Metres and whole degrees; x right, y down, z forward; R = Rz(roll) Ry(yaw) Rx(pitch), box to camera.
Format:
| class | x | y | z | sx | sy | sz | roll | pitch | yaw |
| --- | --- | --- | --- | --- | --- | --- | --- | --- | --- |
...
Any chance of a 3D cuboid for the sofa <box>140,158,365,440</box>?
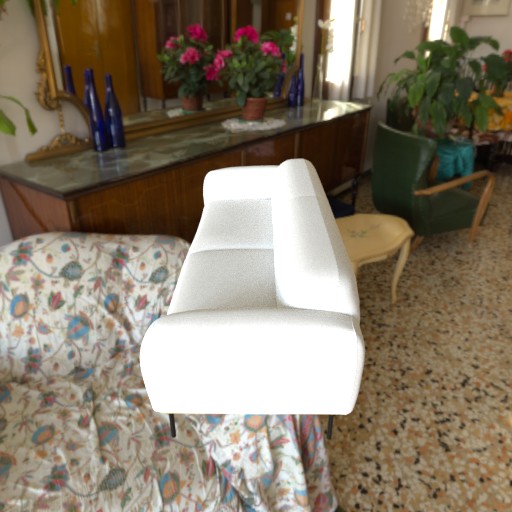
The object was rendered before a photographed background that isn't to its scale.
| class | x | y | z | sx | sy | sz | roll | pitch | yaw |
| --- | --- | --- | --- | --- | --- | --- | --- | --- | --- |
| sofa | 0.000 | 0.000 | 2.683 | 0.880 | 0.780 | 2.257 | 0 | 27 | 1 |
